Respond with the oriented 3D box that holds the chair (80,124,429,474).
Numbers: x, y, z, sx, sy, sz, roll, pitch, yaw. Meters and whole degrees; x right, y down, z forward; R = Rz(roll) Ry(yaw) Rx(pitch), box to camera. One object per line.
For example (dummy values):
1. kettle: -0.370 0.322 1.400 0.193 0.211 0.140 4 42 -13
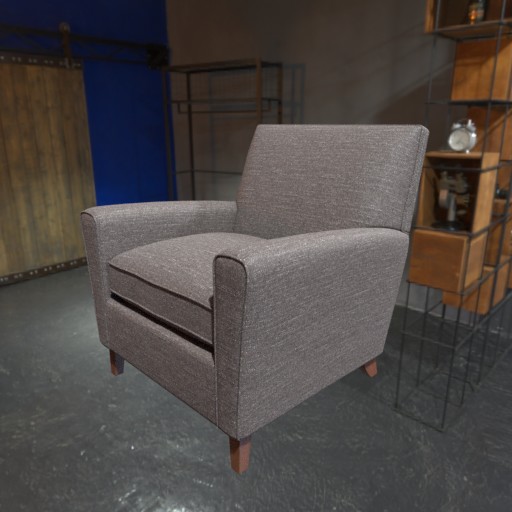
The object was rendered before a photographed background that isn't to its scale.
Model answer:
1. chair: 0.000 0.000 1.560 0.875 0.885 0.838 -16 23 -42
